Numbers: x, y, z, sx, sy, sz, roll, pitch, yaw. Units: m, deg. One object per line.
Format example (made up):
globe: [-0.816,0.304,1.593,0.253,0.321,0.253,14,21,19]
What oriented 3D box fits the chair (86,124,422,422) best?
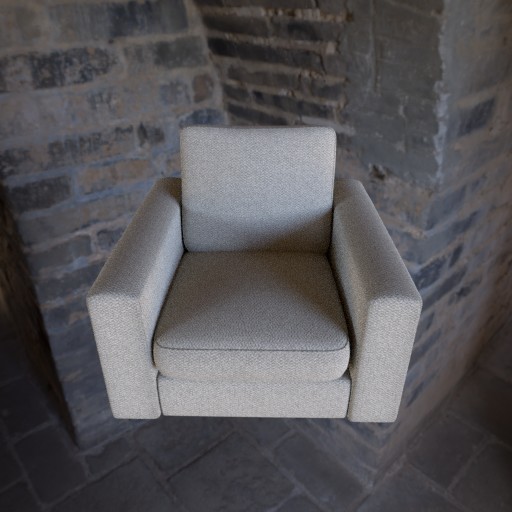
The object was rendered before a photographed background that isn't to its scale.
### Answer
chair: [0.000,0.000,1.759,1.005,0.873,1.016,1,30,1]
